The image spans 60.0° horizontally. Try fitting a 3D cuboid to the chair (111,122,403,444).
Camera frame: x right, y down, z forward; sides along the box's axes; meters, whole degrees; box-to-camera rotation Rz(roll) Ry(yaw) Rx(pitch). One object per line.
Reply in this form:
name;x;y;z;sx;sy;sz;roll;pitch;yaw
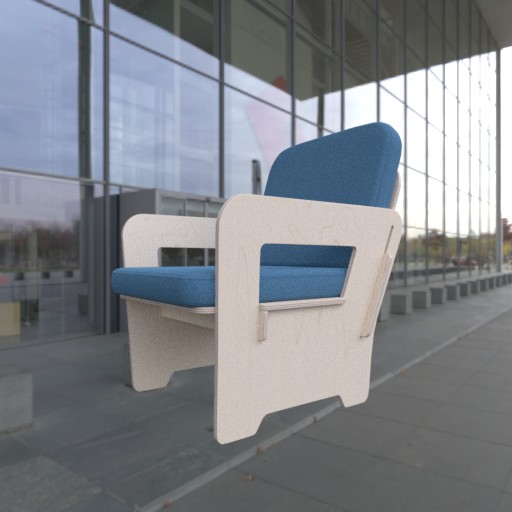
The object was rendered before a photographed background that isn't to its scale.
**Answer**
chair;0.000;0.000;1.199;0.657;0.747;0.547;0;0;-37
